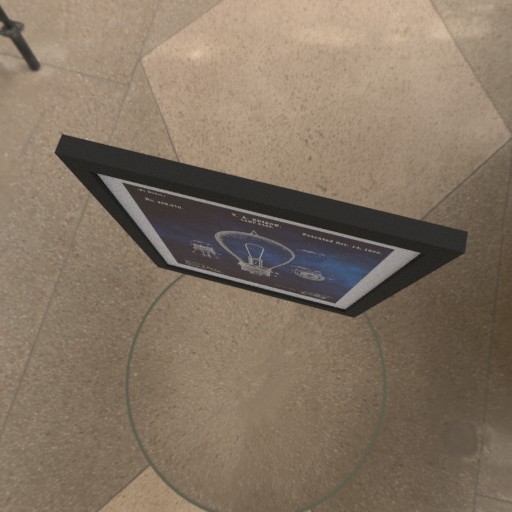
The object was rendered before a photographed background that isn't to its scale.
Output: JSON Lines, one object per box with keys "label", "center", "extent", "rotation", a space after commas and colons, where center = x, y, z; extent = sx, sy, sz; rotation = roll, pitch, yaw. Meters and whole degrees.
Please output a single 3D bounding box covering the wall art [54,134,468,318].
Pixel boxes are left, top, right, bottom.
{"label": "wall art", "center": [0.000, 0.000, 0.693], "extent": [0.428, 0.505, 0.023], "rotation": [14, 75, 4]}
